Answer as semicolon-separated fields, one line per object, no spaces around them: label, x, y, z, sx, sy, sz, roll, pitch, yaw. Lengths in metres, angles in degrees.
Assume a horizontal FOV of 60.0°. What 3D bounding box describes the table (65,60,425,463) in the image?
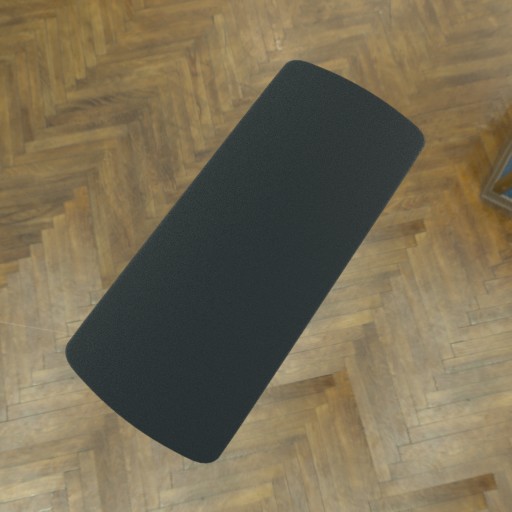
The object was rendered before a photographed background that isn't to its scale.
table;0.000;0.000;1.638;0.571;0.457;1.333;34;78;8
